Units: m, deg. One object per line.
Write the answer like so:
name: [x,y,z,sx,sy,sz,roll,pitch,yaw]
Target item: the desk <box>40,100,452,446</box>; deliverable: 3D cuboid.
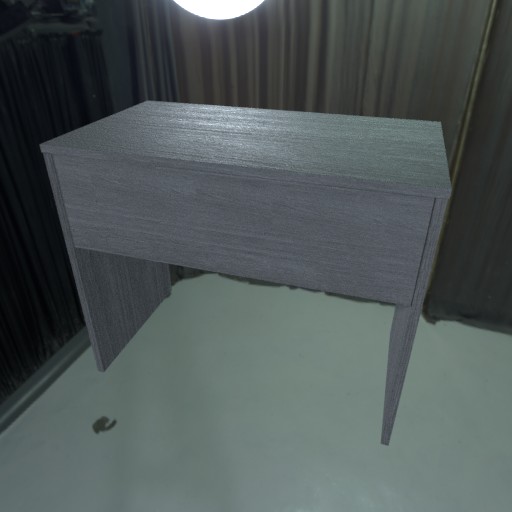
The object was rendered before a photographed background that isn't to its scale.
desk: [0.000,0.000,1.298,0.893,0.724,0.498,9,32,15]
